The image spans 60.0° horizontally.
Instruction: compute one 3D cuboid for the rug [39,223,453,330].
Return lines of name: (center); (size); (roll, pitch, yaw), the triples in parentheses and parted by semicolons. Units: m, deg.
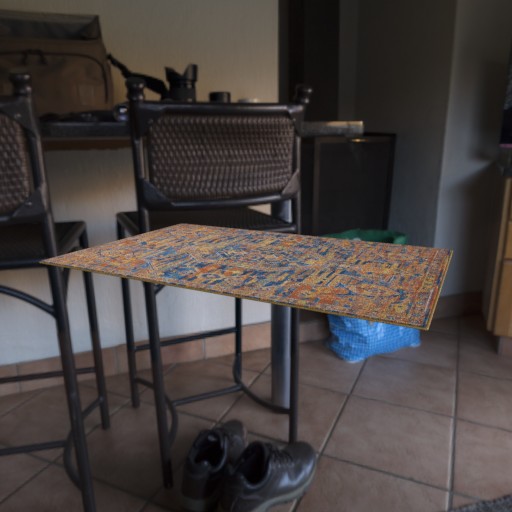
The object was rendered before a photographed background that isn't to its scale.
rug: (0.000, 0.000, 2.234); (1.758, 0.013, 1.148); (7, 16, 26)
